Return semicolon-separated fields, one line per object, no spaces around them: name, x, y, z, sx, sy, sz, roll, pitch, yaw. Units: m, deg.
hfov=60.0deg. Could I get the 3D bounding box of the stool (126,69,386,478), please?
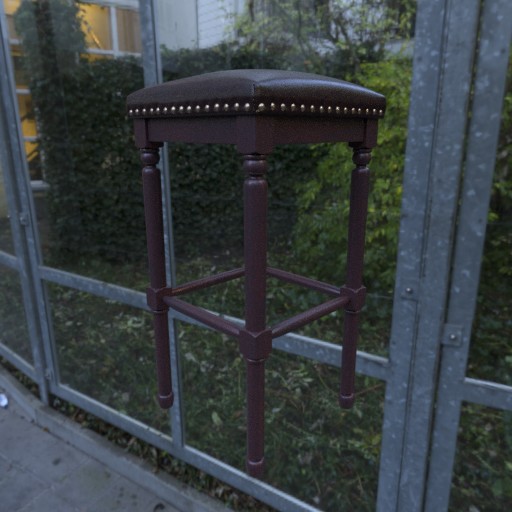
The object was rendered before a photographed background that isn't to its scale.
stool;0.000;0.000;0.992;0.383;0.768;0.382;-15;22;-43
